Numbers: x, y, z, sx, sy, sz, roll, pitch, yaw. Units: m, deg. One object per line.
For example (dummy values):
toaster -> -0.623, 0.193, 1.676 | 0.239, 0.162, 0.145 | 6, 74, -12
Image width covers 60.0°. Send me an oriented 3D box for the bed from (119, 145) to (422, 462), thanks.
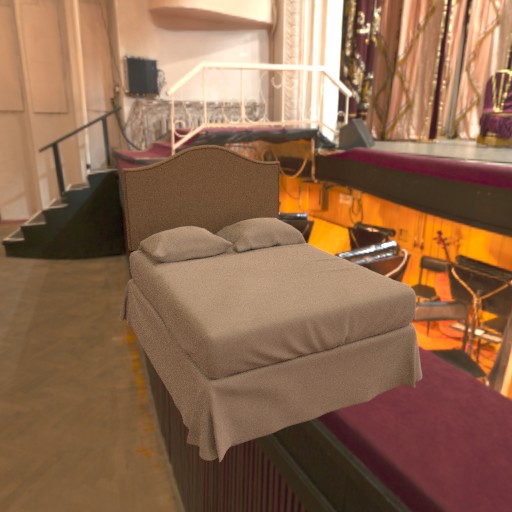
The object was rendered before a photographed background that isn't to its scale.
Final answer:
bed -> 0.000, 0.000, 3.567 | 1.876, 1.645, 2.221 | -9, 19, -26
